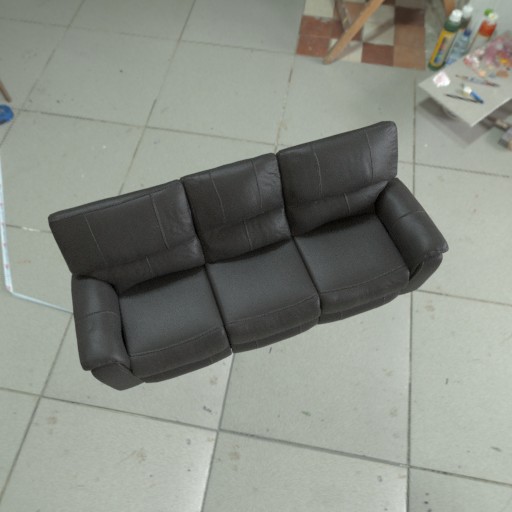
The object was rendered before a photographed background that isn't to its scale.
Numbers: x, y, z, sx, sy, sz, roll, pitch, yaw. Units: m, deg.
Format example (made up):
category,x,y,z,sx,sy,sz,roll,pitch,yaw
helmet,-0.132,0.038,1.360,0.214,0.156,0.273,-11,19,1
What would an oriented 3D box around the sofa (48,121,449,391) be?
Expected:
category,x,y,z,sx,sy,sz,roll,pitch,yaw
sofa,0.000,0.000,3.263,2.627,1.134,1.104,-17,64,-9
